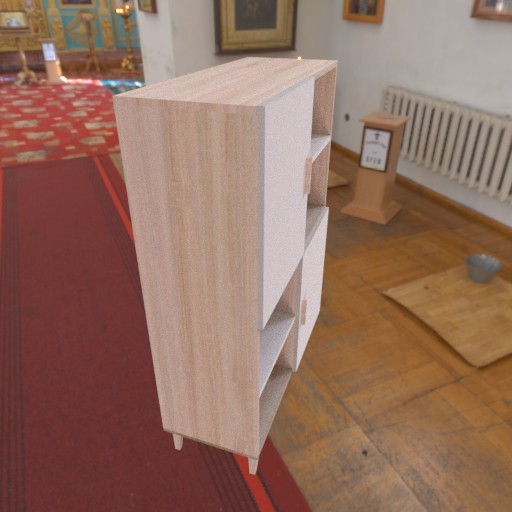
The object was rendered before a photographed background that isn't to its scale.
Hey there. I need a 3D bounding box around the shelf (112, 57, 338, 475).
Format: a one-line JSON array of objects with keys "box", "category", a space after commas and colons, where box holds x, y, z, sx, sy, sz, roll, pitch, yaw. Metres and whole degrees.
[{"box": [0.000, 0.000, 1.832, 0.434, 1.405, 0.995, 10, 31, 17], "category": "shelf"}]
